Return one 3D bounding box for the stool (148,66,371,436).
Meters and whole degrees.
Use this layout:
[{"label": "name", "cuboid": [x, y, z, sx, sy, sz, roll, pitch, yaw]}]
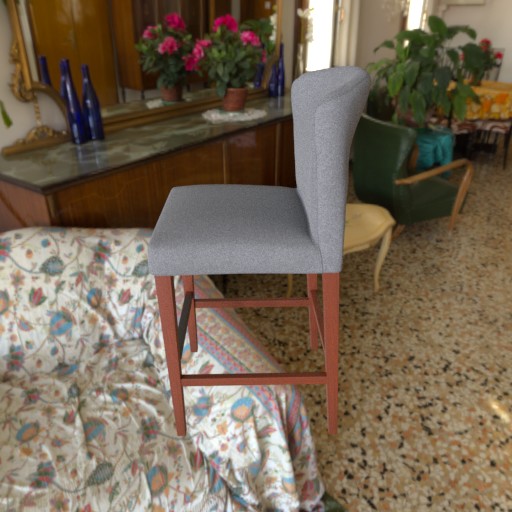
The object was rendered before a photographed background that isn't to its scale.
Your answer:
[{"label": "stool", "cuboid": [0.000, 0.000, 1.365, 0.568, 1.069, 0.481, -1, 28, -1]}]
